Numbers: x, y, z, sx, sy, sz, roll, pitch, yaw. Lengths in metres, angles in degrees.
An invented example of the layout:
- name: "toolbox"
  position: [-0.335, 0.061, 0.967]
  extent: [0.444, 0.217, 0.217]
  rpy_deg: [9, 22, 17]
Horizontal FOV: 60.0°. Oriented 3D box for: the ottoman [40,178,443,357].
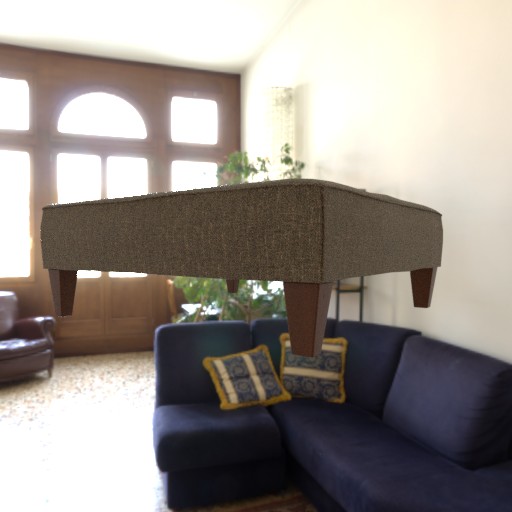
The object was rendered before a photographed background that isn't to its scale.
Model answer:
- name: "ottoman"
  position: [0.000, 0.000, 1.511]
  extent: [1.016, 0.379, 0.981]
  rpy_deg: [1, 1, 35]
